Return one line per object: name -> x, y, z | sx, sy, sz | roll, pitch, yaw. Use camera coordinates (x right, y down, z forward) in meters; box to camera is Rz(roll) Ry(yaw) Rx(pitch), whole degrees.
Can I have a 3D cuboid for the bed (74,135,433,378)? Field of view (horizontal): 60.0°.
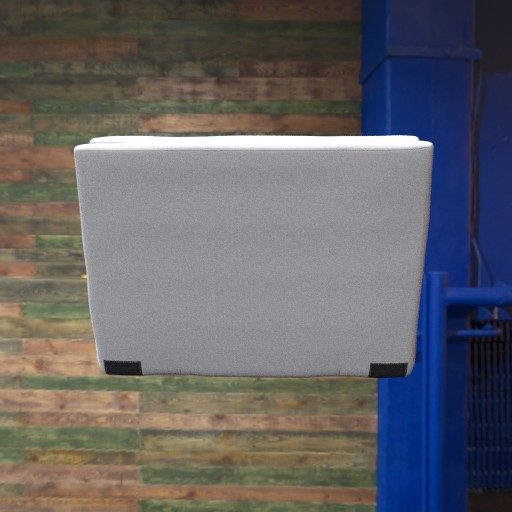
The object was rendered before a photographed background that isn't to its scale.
bed -> 0.000, 0.000, 1.307 | 0.799, 0.614, 0.749 | 0, 1, 2
